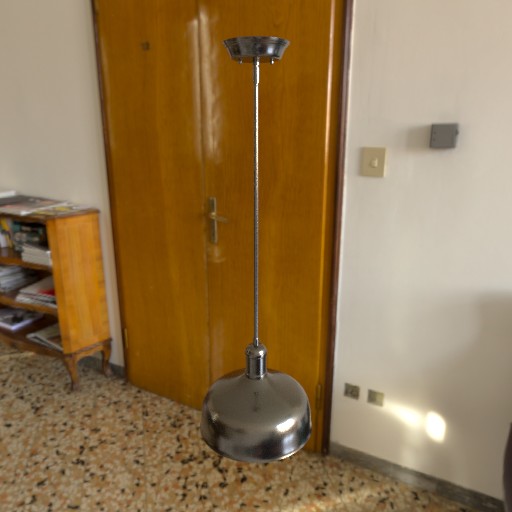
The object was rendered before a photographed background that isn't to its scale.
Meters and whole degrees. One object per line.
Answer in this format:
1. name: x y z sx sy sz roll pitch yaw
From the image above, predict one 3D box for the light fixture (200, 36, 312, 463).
1. light fixture: 0.000 0.000 1.064 0.299 0.935 0.299 -2 16 -6
